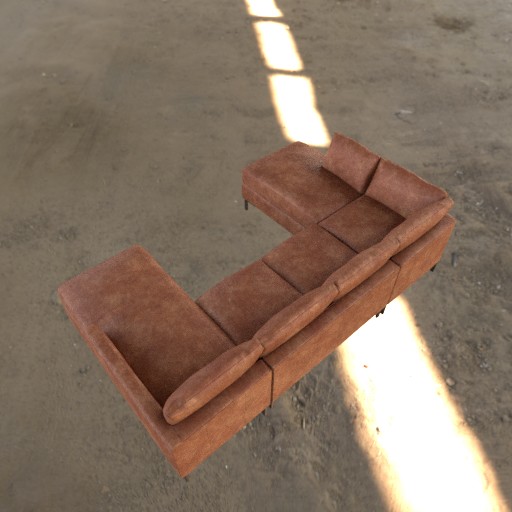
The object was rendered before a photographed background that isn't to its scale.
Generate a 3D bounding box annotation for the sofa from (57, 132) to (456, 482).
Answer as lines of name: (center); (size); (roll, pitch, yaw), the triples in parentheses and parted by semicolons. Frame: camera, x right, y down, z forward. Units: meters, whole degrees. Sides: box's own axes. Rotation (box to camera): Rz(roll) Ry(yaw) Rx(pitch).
sofa: (0.000, 0.000, 3.770); (2.956, 0.900, 1.939); (-32, 55, -27)
